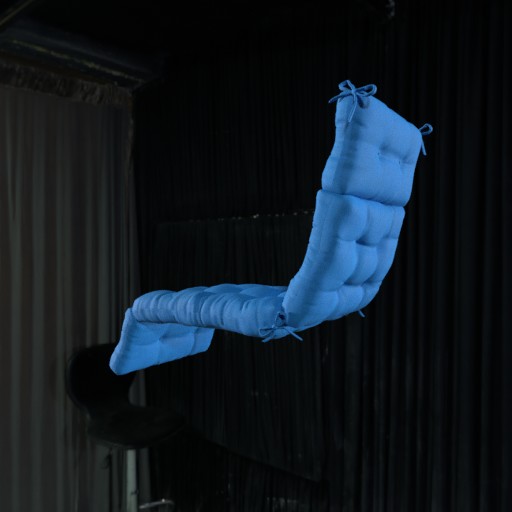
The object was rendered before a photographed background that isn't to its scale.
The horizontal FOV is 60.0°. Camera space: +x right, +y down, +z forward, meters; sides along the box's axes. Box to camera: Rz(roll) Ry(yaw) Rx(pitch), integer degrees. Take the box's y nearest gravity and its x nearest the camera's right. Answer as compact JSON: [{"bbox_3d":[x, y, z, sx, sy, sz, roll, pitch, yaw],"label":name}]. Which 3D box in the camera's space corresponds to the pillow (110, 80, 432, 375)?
[{"bbox_3d":[0.000,0.000,1.501,1.016,0.863,0.526,1,2,36],"label":"pillow"}]
